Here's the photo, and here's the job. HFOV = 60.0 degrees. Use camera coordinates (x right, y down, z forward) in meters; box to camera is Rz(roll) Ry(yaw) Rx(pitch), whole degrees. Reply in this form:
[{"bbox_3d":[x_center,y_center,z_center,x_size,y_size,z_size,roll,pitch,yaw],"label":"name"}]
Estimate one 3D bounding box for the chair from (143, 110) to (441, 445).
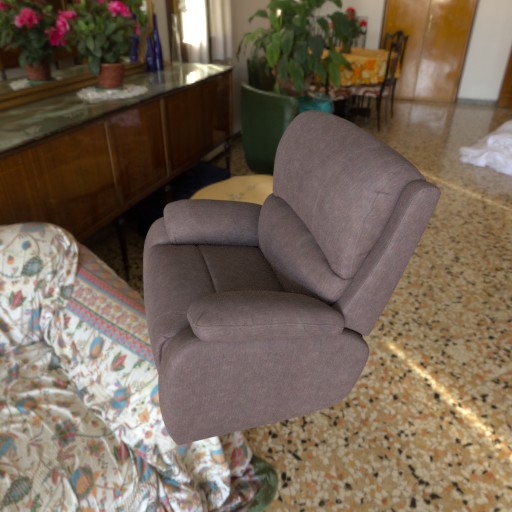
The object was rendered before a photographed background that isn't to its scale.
[{"bbox_3d":[0.000,0.000,1.748,0.899,1.011,0.930,-8,32,-14],"label":"chair"}]
